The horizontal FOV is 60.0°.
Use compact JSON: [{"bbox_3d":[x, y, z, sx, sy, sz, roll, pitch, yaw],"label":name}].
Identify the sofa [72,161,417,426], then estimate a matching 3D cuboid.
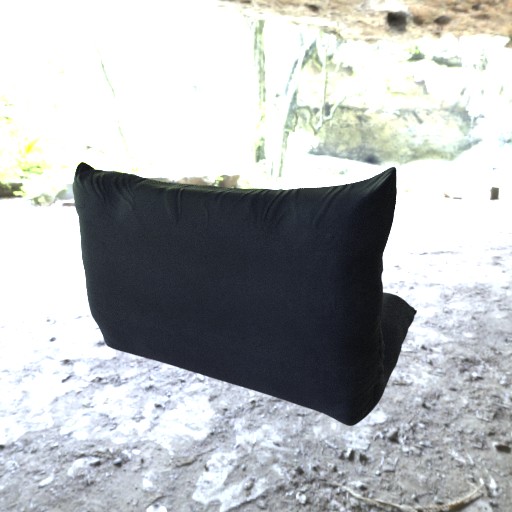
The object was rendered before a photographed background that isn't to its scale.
[{"bbox_3d":[0.000,0.000,1.711,1.122,0.778,0.849,9,19,26],"label":"sofa"}]
